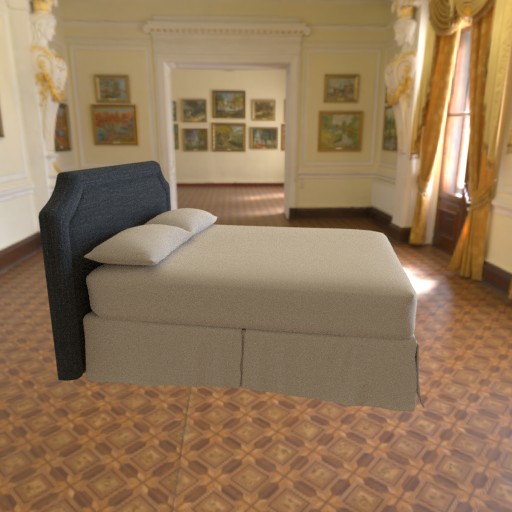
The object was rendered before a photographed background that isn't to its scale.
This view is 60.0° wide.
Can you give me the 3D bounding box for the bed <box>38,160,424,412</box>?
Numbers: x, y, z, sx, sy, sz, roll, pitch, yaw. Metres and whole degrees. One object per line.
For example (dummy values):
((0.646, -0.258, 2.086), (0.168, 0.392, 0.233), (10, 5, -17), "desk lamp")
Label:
((0.000, 0.000, 3.275), (2.208, 1.297, 1.828), (3, 15, 9), "bed")
